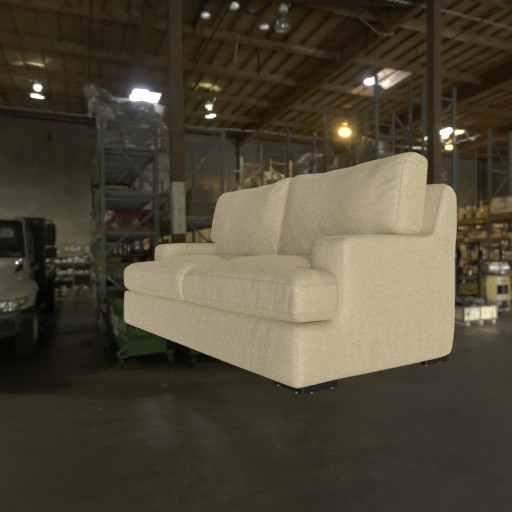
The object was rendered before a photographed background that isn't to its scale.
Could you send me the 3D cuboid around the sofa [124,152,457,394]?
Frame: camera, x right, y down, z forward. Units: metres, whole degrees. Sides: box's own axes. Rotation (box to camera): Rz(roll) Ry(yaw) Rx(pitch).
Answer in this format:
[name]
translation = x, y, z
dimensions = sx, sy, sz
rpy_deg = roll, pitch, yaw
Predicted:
[sofa]
translation = 0.000, 0.000, 2.520
dimensions = 0.962, 0.967, 1.885
rpy_deg = 0, 0, -35
